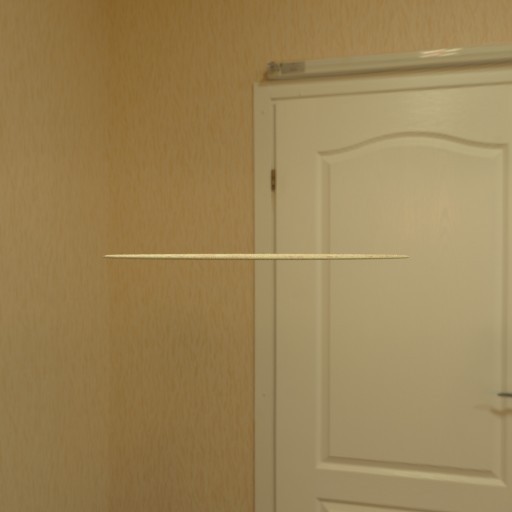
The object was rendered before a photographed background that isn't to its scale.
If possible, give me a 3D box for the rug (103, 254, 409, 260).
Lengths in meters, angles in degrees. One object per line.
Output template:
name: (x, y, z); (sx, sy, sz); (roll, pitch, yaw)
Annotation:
rug: (0.000, 0.000, 2.436); (1.593, 0.012, 1.593); (0, 1, 0)
